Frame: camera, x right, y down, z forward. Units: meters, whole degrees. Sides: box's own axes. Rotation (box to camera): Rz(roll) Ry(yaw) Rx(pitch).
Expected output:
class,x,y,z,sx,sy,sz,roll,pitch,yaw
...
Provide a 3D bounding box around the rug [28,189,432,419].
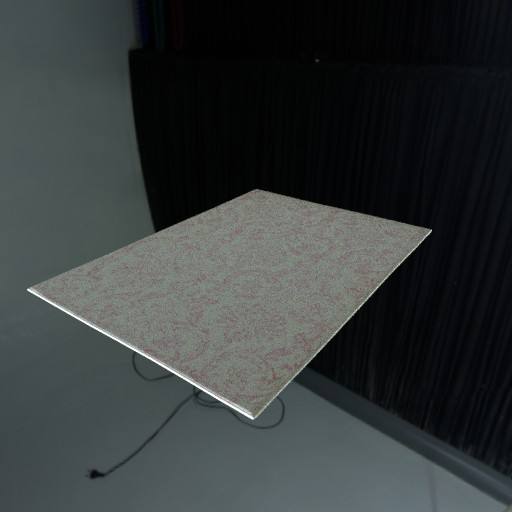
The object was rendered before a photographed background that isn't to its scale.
class,x,y,z,sx,sy,sz,roll,pitch,yaw
rug,0.000,0.000,2.880,1.598,0.014,2.202,18,32,32
